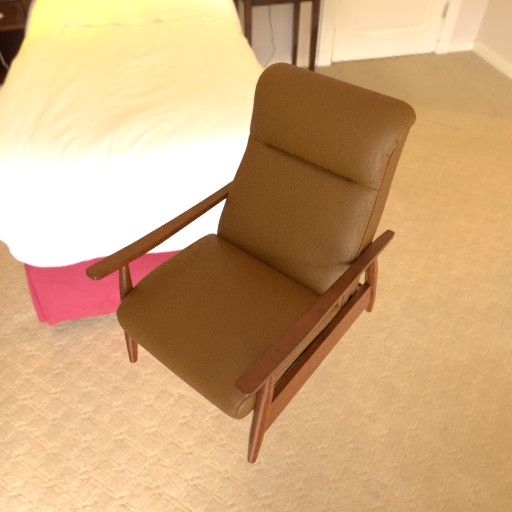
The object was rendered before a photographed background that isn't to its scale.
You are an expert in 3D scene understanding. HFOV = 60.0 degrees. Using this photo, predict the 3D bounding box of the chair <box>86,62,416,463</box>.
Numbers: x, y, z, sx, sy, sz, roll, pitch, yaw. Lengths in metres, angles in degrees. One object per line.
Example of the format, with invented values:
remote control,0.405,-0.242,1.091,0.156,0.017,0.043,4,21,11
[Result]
chair,0.000,0.000,1.745,0.762,1.082,1.014,30,53,26
